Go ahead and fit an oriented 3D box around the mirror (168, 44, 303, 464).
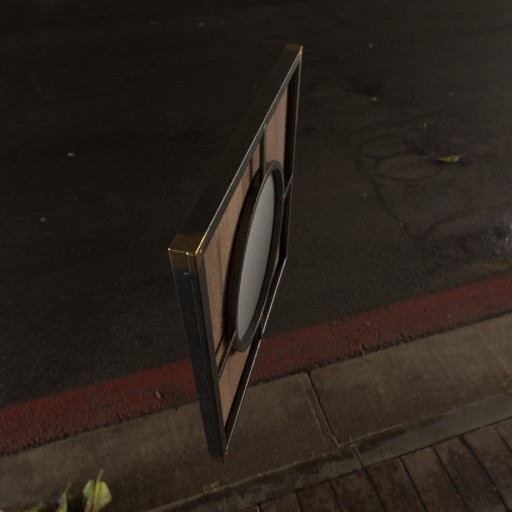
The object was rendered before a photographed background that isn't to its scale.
[{"bbox_3d":[0.000,0.000,0.561,0.020,0.381,0.382,11,46,10],"label":"mirror"}]
